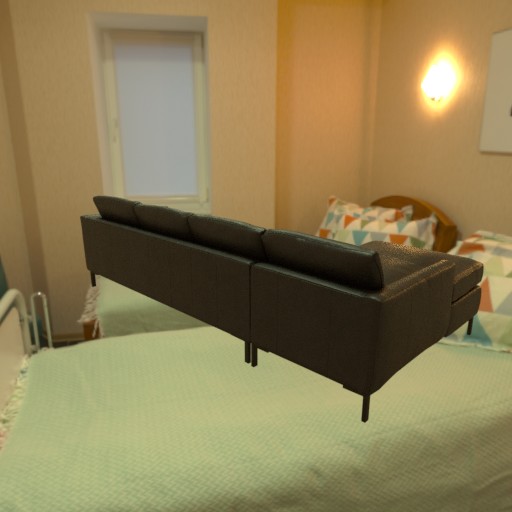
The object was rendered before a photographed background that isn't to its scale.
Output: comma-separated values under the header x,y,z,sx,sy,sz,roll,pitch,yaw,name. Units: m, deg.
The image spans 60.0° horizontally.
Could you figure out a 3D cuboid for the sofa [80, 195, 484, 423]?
x,y,z,sx,sy,sz,roll,pitch,yaw,name
0.000,0.000,3.525,2.993,0.859,1.471,15,21,42,sofa
